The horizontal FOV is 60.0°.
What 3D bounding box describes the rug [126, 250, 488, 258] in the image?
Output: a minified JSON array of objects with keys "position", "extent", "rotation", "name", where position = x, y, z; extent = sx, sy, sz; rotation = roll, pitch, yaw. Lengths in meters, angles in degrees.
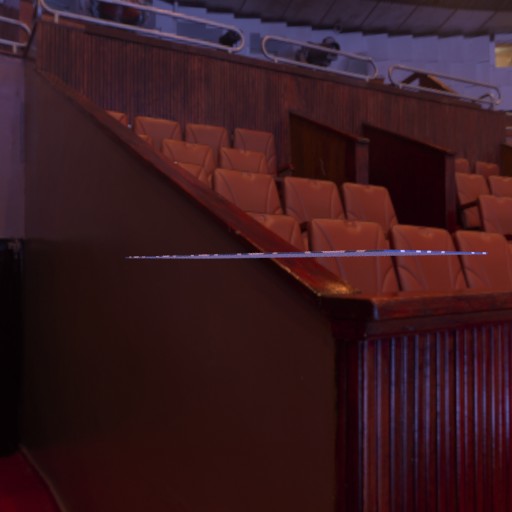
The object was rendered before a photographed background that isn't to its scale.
[{"position":[0.000,0.000,2.553],"extent":[0.685,0.006,2.296],"rotation":[1,-1,-37],"name":"rug"}]
